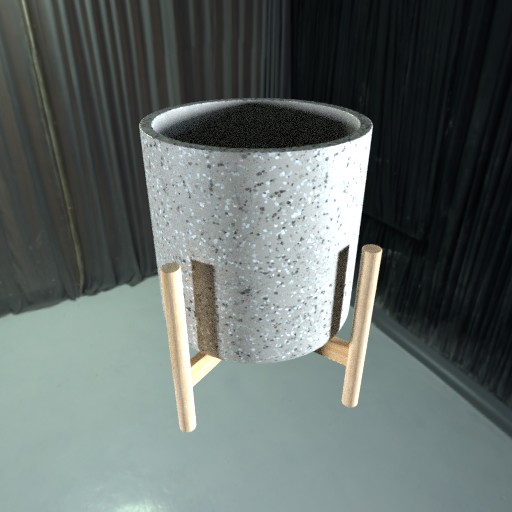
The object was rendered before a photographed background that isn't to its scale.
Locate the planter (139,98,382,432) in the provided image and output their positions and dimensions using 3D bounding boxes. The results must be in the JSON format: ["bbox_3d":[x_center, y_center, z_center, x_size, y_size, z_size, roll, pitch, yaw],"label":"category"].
[{"bbox_3d":[0.000,0.000,0.694,0.360,0.419,0.360,-18,34,-28],"label":"planter"}]
